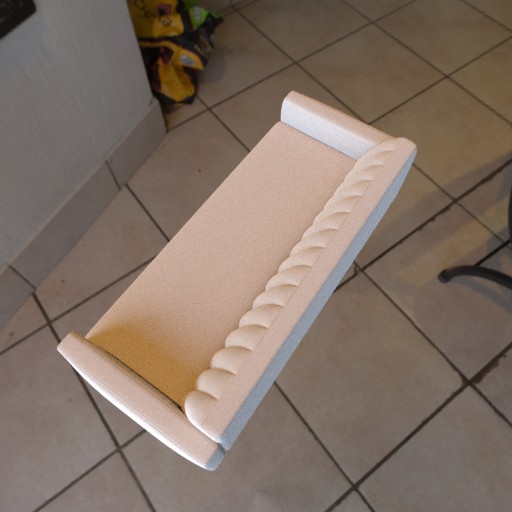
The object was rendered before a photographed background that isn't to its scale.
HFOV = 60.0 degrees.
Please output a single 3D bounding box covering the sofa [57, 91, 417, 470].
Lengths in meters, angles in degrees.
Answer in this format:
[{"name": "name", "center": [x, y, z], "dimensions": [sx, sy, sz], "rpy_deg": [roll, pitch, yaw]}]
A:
[{"name": "sofa", "center": [0.000, 0.000, 2.734], "dimensions": [0.990, 0.821, 2.291], "rpy_deg": [31, 66, 15]}]
